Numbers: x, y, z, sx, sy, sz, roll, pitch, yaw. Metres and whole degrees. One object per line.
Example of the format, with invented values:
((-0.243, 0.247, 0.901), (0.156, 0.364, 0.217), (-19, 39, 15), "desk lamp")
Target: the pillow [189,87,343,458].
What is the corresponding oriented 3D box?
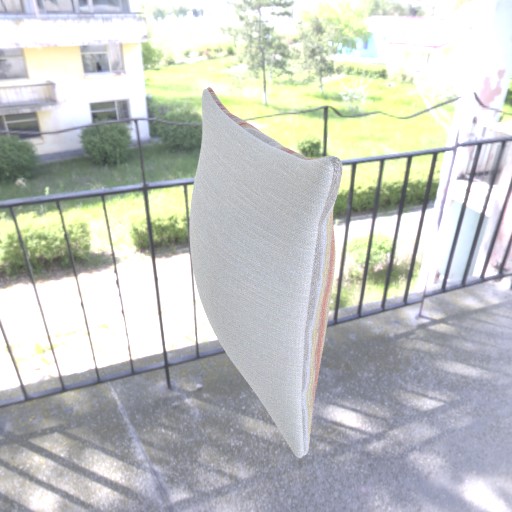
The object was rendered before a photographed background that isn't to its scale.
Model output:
((0.000, 0.000, 0.701), (0.191, 0.449, 0.451), (-11, 32, -18), "pillow")
